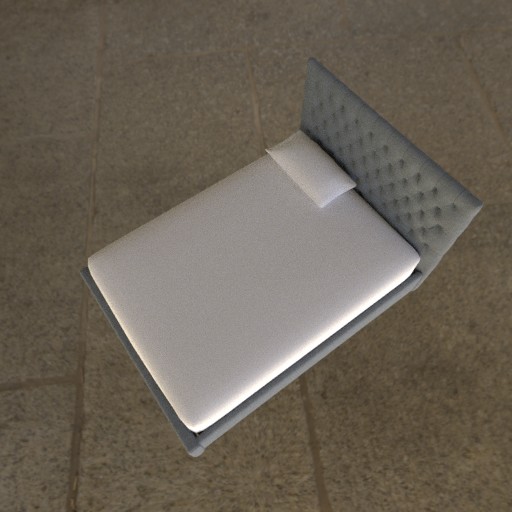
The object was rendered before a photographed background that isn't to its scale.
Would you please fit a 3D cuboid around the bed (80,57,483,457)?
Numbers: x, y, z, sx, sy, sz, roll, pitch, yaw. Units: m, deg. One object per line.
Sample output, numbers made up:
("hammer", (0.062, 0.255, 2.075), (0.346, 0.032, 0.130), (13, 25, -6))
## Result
("bed", (0.000, 0.000, 3.363), (2.335, 1.411, 1.698), (-33, 67, -16))
